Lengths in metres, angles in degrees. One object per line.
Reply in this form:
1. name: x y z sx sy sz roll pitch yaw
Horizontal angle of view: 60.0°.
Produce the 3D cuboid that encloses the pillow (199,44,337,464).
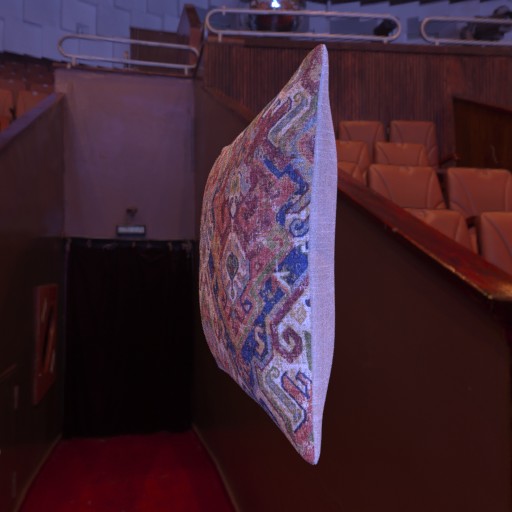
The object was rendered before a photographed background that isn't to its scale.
1. pillow: 0.000 0.000 0.777 0.166 0.506 0.523 0 -1 -17
